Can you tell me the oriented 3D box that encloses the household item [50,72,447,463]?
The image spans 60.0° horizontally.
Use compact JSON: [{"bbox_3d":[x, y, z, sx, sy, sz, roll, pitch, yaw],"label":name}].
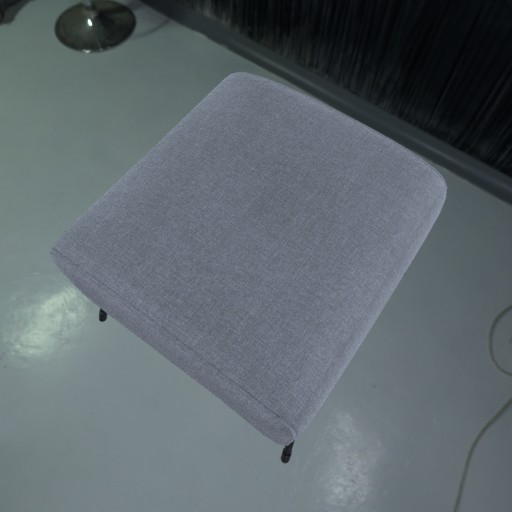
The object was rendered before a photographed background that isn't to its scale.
[{"bbox_3d":[0.000,0.000,0.876,0.530,0.410,0.530,33,68,15],"label":"household item"}]
